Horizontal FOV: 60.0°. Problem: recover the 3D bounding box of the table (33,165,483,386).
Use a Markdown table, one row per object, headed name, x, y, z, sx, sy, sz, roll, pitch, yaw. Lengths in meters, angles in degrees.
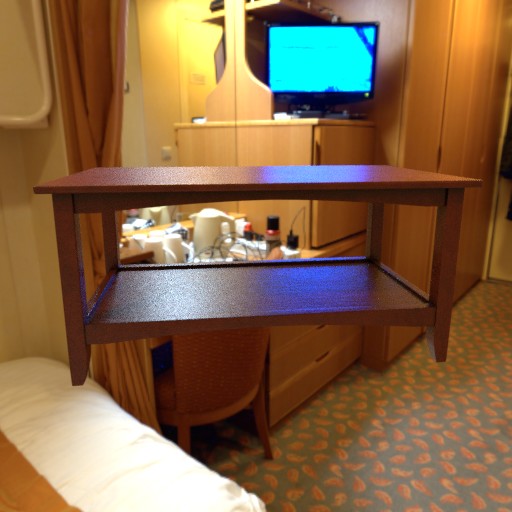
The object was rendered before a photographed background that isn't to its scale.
| name | x | y | z | sx | sy | sz | roll | pitch | yaw |
| --- | --- | --- | --- | --- | --- | --- | --- | --- | --- |
| table | 0.000 | 0.000 | 1.232 | 0.943 | 0.456 | 0.533 | -2 | 15 | -7 |
